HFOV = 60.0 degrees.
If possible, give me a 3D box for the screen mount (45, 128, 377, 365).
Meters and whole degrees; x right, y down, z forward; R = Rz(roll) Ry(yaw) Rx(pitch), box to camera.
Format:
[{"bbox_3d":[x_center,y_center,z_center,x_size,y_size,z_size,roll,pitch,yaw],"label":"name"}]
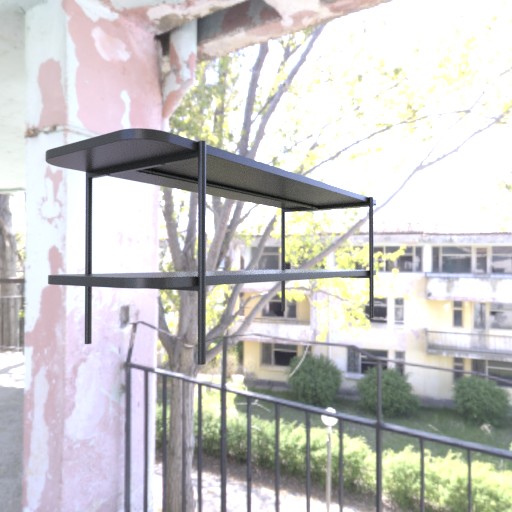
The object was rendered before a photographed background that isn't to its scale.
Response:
[{"bbox_3d":[0.000,0.000,1.371,0.400,0.447,1.200,-1,-1,36],"label":"screen mount"}]
